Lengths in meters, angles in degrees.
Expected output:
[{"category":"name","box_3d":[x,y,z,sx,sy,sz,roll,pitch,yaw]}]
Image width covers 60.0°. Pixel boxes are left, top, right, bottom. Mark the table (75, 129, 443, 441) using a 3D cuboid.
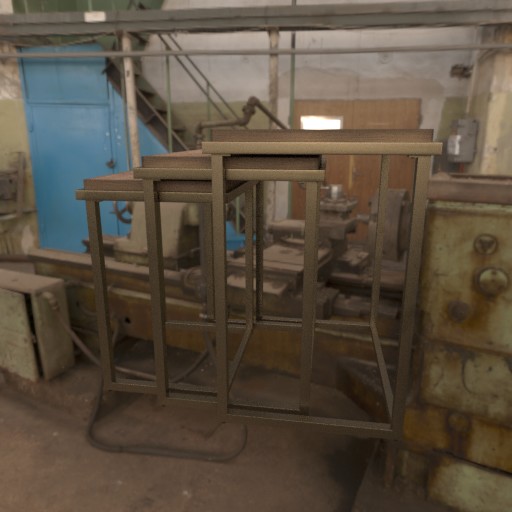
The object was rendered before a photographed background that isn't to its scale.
[{"category":"table","box_3d":[0.000,0.000,1.118,0.706,0.610,0.559,2,16,9]}]
